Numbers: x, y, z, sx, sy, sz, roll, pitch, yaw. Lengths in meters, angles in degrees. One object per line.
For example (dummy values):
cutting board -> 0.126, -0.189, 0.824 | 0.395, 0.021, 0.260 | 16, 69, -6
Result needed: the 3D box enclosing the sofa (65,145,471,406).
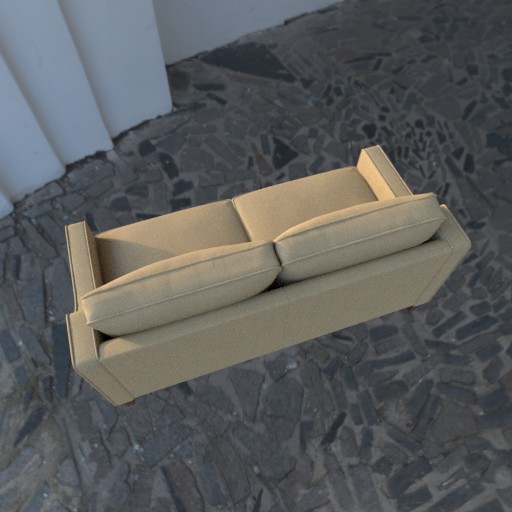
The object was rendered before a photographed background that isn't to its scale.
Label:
sofa -> 0.000, 0.000, 2.832 | 2.178, 1.071, 1.066 | -16, 59, -10
